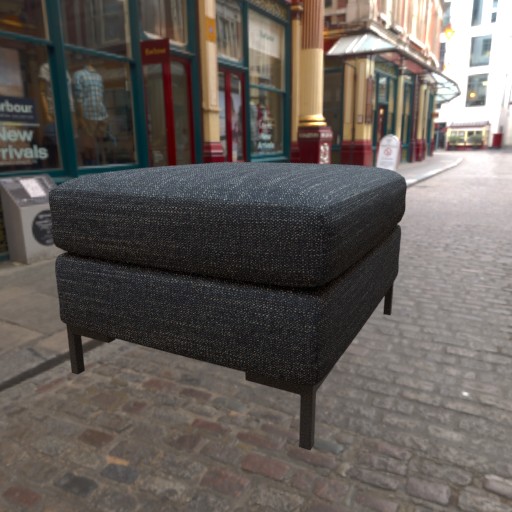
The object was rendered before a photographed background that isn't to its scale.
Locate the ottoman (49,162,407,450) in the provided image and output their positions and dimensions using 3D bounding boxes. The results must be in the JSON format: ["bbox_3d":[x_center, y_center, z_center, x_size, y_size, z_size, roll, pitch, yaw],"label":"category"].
[{"bbox_3d":[0.000,0.000,1.216,0.667,0.491,0.814,7,16,26],"label":"ottoman"}]
